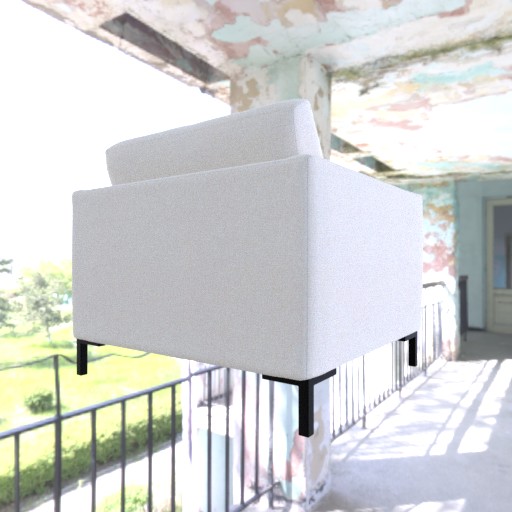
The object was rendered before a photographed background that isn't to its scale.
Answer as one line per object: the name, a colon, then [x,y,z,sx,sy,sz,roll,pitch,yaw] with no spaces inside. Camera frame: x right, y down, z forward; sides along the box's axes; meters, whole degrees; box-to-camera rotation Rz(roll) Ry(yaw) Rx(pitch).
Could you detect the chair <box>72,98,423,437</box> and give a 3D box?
chair: [0.000,0.000,1.578,0.964,0.806,0.875,0,0,36]
